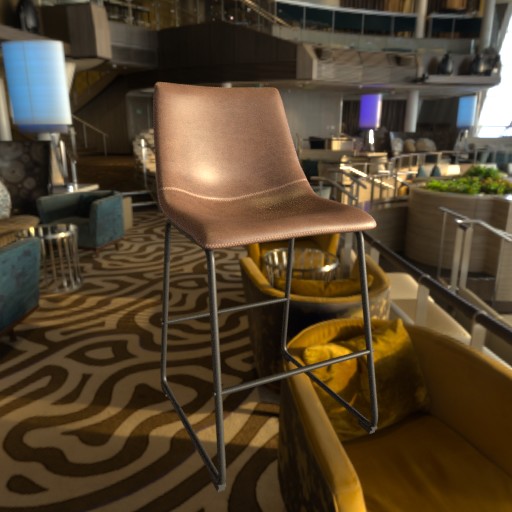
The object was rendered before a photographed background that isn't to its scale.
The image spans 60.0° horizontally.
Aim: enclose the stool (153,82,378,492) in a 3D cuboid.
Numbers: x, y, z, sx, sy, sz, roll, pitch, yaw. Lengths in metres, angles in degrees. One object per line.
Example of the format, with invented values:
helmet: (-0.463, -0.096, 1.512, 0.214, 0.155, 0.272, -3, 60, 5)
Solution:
stool: (0.000, 0.000, 1.177, 0.460, 0.890, 0.550, -8, 18, -26)
